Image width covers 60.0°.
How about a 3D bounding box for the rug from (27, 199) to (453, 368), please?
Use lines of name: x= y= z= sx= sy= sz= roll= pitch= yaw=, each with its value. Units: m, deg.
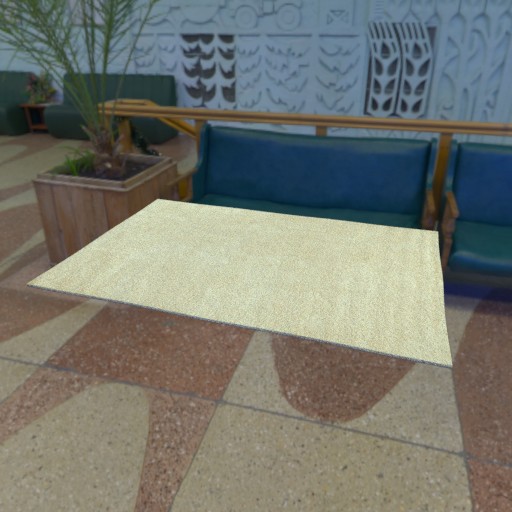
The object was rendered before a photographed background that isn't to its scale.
rug: x=0.000 y=0.000 z=3.410 sx=2.699 sy=0.025 sz=1.800 roll=8 pitch=28 yaw=16
